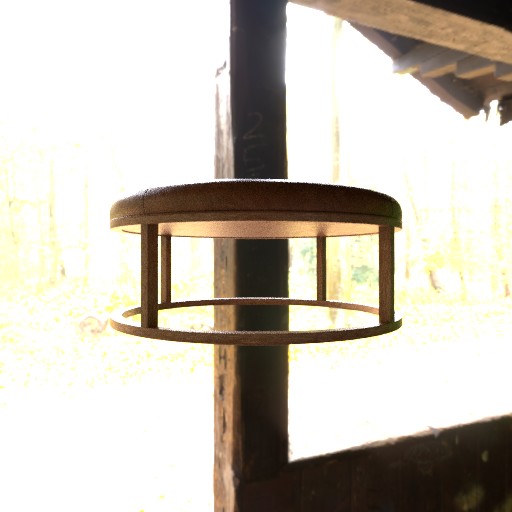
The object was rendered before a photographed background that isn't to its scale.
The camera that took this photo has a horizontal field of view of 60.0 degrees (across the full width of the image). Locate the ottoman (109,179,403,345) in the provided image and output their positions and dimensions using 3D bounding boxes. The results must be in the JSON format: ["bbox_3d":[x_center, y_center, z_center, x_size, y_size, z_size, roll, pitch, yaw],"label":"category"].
[{"bbox_3d":[0.000,0.000,1.587,1.006,0.445,1.006,0,0,0],"label":"ottoman"}]
